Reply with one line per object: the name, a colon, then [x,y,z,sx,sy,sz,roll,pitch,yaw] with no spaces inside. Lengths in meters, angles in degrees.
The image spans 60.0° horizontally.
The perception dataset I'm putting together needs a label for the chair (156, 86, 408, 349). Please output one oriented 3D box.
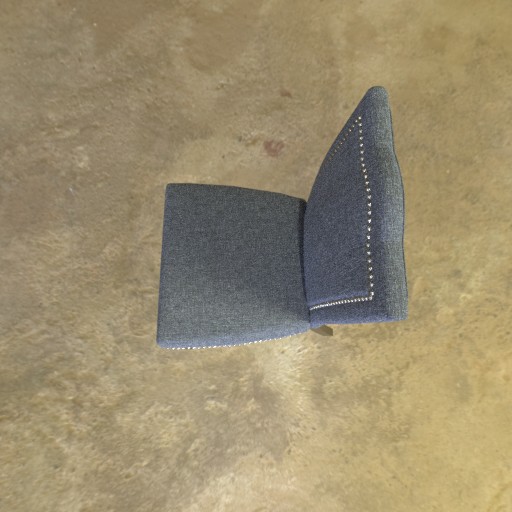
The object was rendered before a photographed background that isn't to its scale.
chair: [0.000,0.000,1.295,0.589,0.946,0.518,0,74,0]
